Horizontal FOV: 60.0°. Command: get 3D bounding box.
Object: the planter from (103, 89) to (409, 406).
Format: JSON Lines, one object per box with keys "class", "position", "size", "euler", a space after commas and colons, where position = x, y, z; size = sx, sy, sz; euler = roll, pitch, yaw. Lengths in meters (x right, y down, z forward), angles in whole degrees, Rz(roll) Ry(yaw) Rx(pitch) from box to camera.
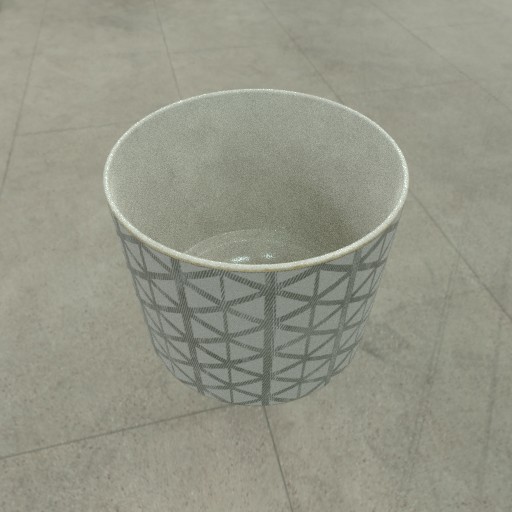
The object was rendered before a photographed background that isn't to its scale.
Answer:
{"class": "planter", "position": [0.000, 0.000, 0.457], "size": [0.250, 0.239, 0.250], "euler": [0, 46, 0]}
